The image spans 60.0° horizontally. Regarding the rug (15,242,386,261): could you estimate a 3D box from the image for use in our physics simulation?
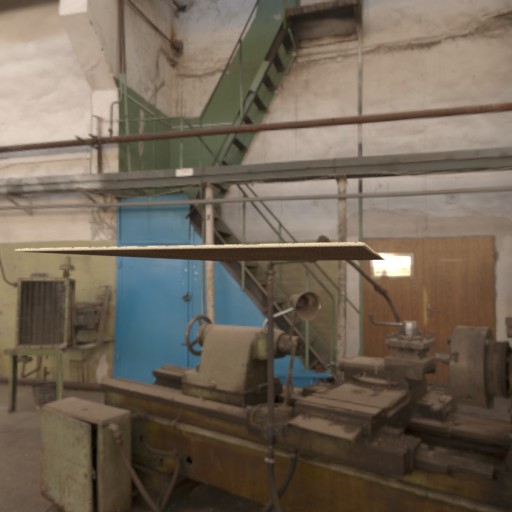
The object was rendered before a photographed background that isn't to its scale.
[{"bbox_3d":[0.000,0.000,2.255,1.213,0.012,1.831,-1,-2,18],"label":"rug"}]
